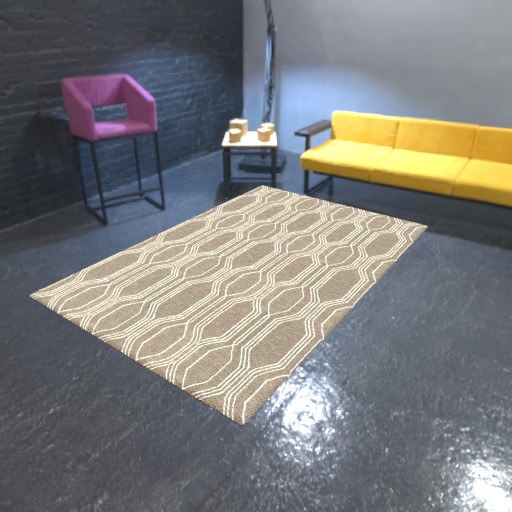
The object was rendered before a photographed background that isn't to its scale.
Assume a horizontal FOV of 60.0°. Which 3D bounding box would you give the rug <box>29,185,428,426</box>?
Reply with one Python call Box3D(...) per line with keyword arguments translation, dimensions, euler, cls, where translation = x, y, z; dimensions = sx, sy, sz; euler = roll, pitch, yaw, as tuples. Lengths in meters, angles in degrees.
Box3D(translation=(0.000, 0.000, 2.356), dimensions=(1.239, 0.012, 1.836), euler=(19, 34, 31), cls="rug")
